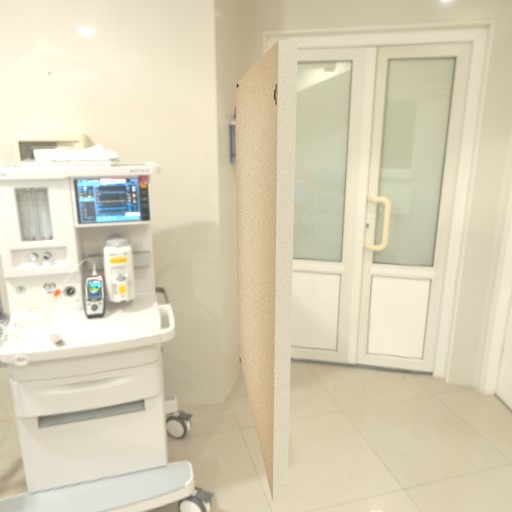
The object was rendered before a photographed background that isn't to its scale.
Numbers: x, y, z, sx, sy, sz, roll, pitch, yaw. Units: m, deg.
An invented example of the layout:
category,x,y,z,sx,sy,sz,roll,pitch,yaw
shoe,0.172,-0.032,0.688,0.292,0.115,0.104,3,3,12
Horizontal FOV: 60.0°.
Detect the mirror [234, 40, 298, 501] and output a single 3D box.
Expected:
category,x,y,z,sx,sy,sz,roll,pitch,yaw
mirror,0.000,0.000,1.298,0.041,1.016,0.762,-2,16,-8
